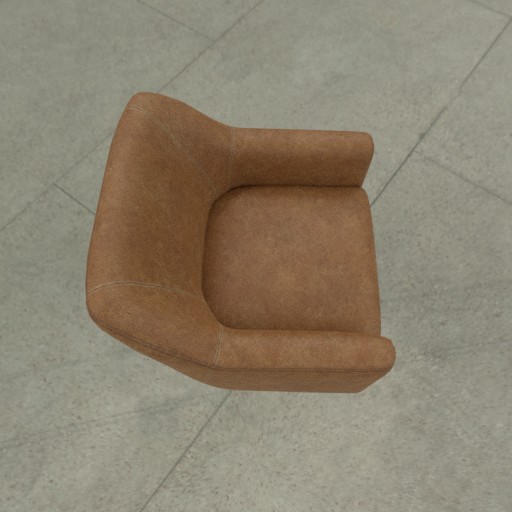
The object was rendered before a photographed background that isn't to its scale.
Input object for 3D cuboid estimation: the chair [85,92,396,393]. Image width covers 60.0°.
[{"bbox_3d":[0.000,0.000,1.857,1.034,0.980,1.037,2,65,1],"label":"chair"}]
